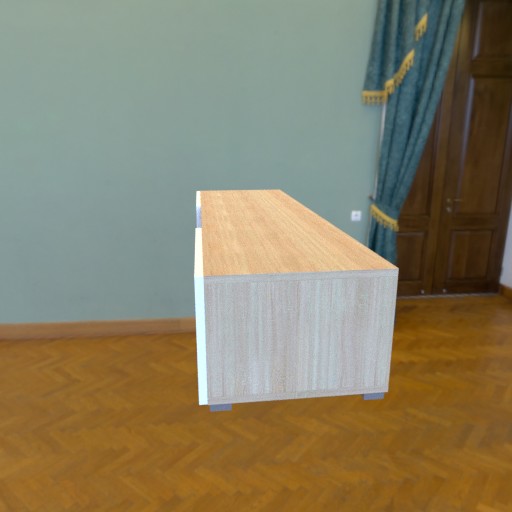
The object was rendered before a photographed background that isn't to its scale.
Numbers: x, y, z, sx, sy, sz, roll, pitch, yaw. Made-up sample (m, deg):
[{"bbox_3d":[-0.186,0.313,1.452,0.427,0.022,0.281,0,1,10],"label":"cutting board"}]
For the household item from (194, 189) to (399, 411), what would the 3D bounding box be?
[{"bbox_3d":[0.000,0.000,1.603,0.420,0.310,1.400,-2,15,-7],"label":"household item"}]
